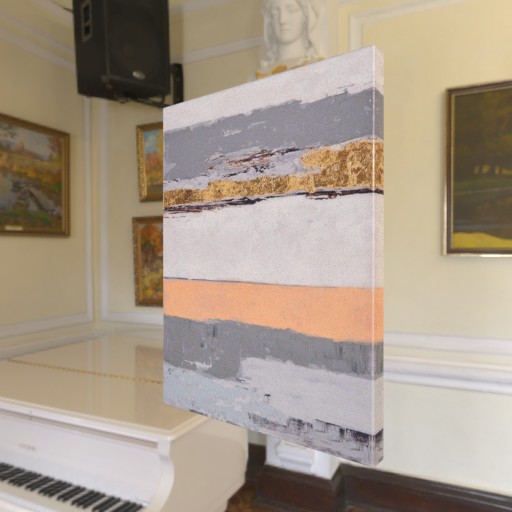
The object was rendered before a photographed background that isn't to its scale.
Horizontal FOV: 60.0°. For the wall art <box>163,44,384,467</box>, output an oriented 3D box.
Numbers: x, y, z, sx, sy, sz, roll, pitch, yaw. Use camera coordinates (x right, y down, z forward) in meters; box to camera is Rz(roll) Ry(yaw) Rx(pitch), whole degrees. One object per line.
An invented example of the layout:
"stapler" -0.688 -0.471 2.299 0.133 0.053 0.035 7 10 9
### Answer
"wall art" 0.000 0.000 0.788 0.456 0.609 0.038 0 0 38
